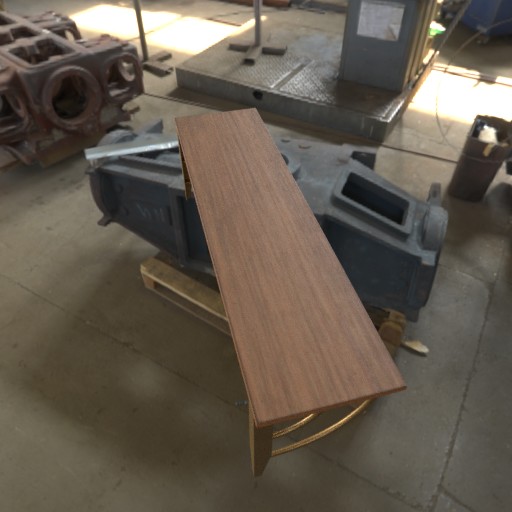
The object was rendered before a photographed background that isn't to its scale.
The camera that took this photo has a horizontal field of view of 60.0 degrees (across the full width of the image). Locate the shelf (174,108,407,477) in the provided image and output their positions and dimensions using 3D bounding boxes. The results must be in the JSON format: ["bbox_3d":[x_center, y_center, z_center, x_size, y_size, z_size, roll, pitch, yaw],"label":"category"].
[{"bbox_3d":[0.000,0.000,0.738,0.166,0.190,0.636,-11,47,-10],"label":"shelf"}]
